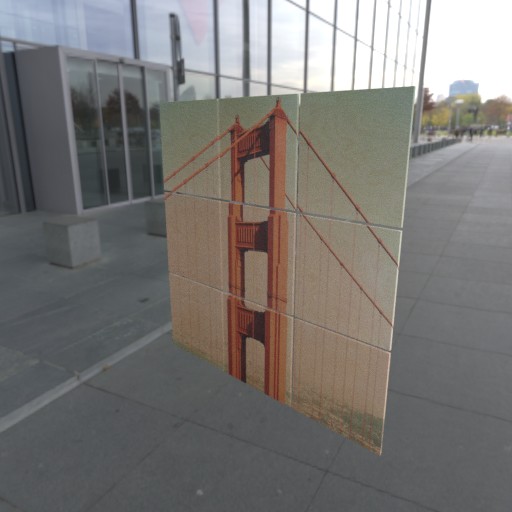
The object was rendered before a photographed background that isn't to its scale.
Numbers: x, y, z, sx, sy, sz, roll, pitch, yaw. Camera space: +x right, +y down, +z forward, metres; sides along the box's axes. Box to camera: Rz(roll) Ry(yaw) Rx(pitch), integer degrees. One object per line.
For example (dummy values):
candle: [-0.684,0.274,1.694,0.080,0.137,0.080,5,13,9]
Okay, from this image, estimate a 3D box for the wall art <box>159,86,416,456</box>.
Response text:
wall art: [0.000,0.000,2.242,1.517,1.523,0.013,15,22,42]
